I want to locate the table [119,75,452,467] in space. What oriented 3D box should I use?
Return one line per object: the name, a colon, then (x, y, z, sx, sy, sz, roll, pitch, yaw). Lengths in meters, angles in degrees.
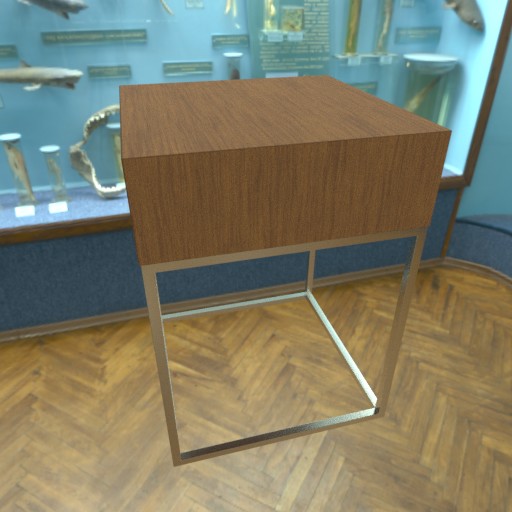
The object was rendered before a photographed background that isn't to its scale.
table: (0.000, 0.000, 0.811, 0.398, 0.540, 0.397, -8, 33, -13)
